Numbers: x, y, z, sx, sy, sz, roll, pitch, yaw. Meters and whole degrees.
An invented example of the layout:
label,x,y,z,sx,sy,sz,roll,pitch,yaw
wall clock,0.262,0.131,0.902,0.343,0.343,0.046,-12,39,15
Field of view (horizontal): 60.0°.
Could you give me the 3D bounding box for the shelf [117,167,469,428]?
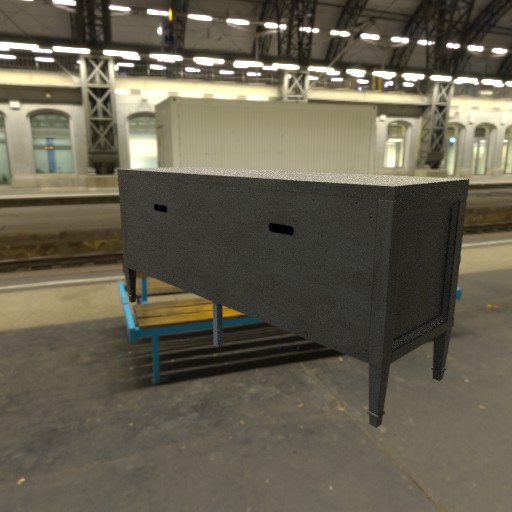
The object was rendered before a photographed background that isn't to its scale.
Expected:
label,x,y,z,sx,sy,sz,roll,pitch,yaw
shelf,0.000,0.000,1.946,0.479,0.719,1.575,-12,18,-41
